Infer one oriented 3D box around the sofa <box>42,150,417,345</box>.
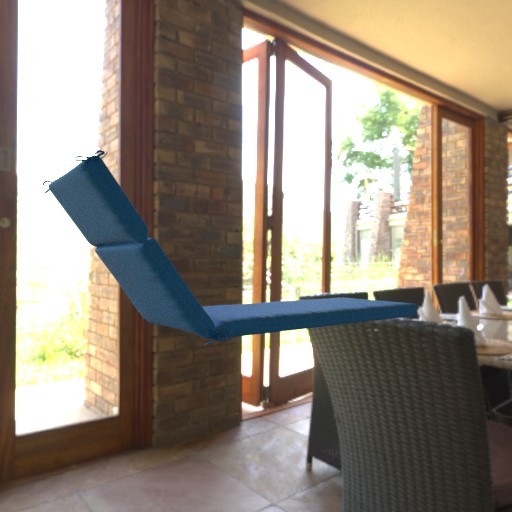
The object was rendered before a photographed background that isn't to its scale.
[{"bbox_3d":[0.000,0.000,1.973,1.663,0.622,0.582,1,-1,-36],"label":"sofa"}]
